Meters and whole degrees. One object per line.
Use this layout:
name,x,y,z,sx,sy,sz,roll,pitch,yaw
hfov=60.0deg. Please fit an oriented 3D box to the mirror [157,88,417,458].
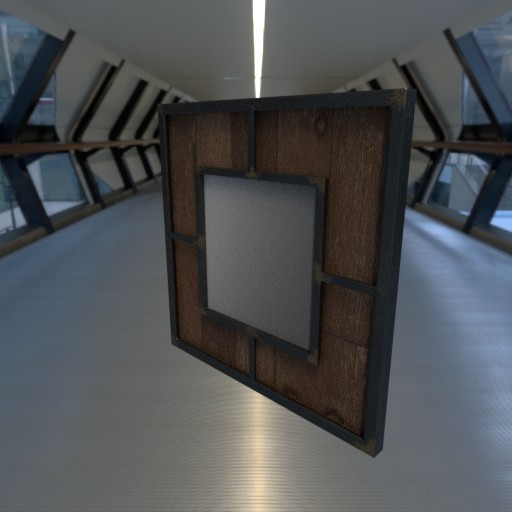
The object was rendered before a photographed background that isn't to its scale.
mirror,0.000,0.000,0.567,0.382,0.381,0.020,15,22,42
